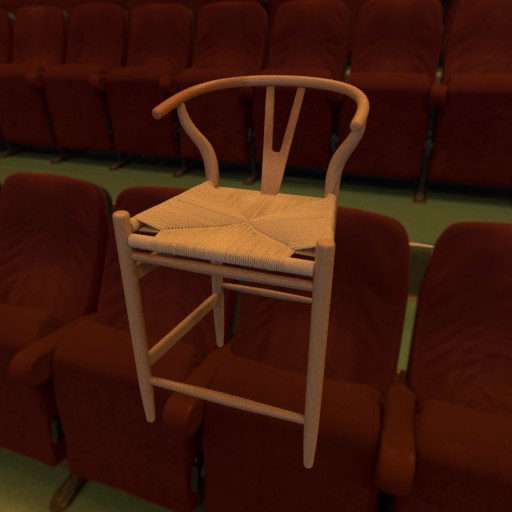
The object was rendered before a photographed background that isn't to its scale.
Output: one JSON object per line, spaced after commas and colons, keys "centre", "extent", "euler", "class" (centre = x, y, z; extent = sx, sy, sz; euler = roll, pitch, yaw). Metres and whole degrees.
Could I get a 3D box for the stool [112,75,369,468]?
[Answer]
{"centre": [0.000, 0.000, 1.277], "extent": [0.536, 0.923, 0.575], "euler": [9, 28, 17], "class": "stool"}
